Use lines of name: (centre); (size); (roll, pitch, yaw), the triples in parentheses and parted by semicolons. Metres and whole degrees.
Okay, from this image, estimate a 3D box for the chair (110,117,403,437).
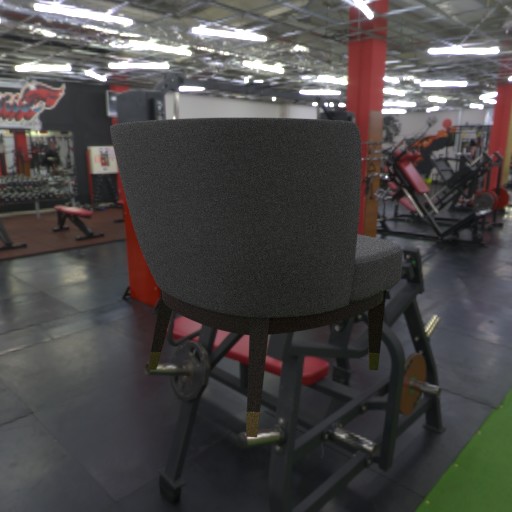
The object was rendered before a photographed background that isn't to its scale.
chair: (0.000, 0.000, 1.239); (0.698, 0.695, 0.639); (-12, 18, -42)
